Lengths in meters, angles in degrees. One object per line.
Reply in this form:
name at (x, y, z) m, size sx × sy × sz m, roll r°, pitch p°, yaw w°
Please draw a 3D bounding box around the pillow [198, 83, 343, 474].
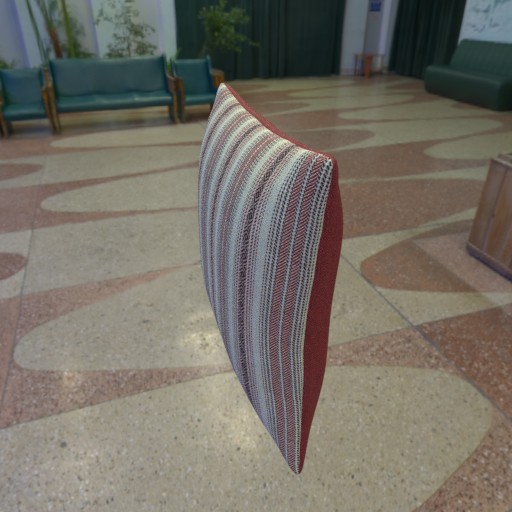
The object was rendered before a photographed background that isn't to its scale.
pillow at (0.000, 0.000, 0.768) m, size 0.166 × 0.497 × 0.513 m, roll -8°, pitch 31°, yaw -14°
